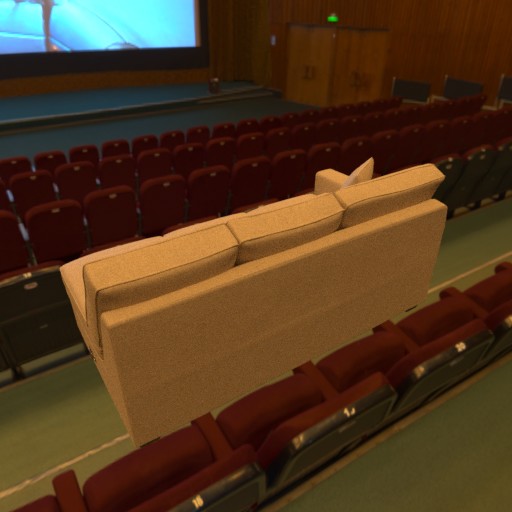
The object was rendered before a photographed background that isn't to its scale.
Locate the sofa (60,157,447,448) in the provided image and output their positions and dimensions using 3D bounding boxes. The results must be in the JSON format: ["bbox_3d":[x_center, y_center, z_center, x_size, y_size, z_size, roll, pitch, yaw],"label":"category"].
[{"bbox_3d":[0.000,0.000,2.530,1.962,0.946,1.034,-19,37,-28],"label":"sofa"}]
